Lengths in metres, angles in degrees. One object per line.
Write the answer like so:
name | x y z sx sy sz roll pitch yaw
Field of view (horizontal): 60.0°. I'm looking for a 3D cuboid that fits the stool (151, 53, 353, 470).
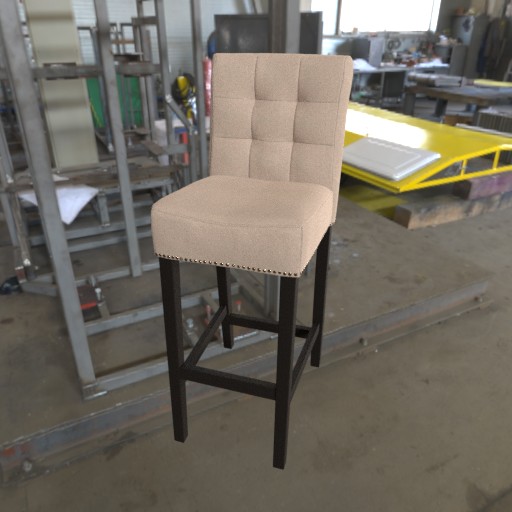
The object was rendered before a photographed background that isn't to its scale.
stool | 0.000 0.000 1.288 0.411 1.047 0.548 8 29 15
